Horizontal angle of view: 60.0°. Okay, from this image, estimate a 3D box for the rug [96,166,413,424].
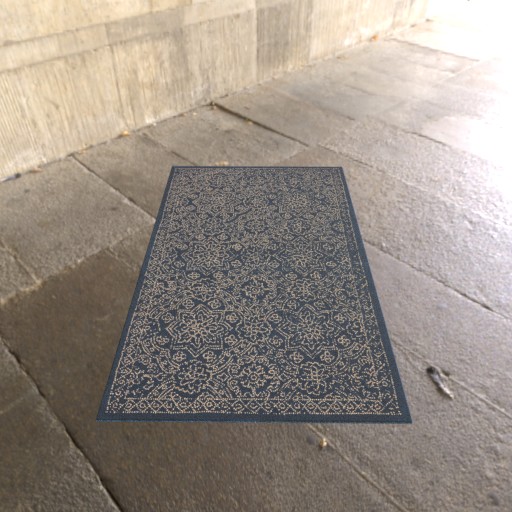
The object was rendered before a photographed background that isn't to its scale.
[{"bbox_3d":[0.000,0.000,3.051,1.526,0.015,2.441,0,41,0],"label":"rug"}]
